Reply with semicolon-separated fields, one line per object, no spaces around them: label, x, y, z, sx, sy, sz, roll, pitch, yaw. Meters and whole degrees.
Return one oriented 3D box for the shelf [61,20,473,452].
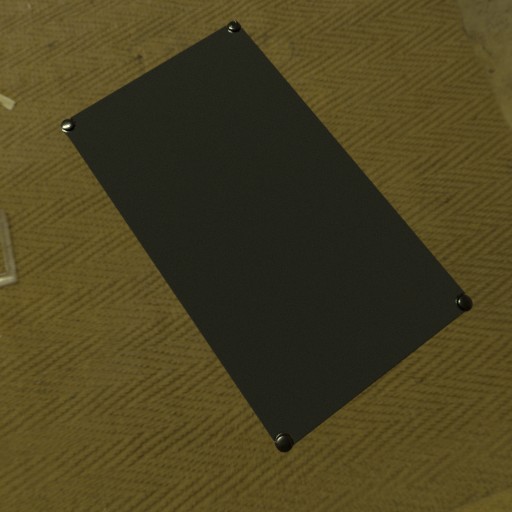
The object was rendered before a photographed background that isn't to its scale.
shelf;0.000;0.000;0.923;0.338;0.564;0.589;-35;78;-8
